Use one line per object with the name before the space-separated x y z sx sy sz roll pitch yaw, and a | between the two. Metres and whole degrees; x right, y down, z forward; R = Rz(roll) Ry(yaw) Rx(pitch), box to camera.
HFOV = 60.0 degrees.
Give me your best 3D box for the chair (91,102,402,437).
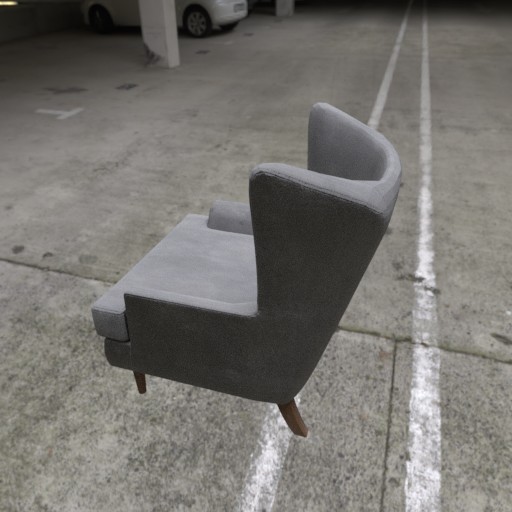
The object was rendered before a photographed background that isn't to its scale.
chair | 0.000 0.000 1.606 0.906 0.950 0.784 9 31 15
